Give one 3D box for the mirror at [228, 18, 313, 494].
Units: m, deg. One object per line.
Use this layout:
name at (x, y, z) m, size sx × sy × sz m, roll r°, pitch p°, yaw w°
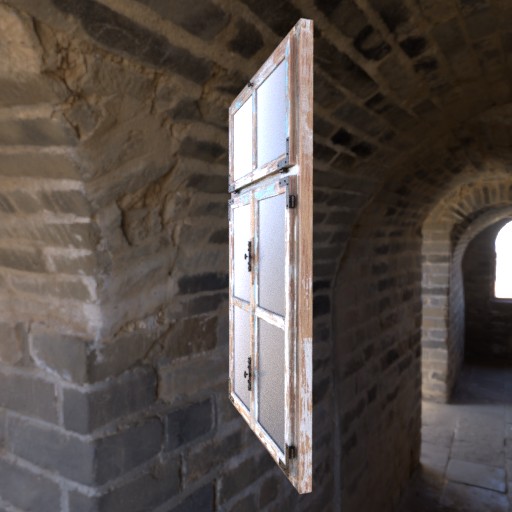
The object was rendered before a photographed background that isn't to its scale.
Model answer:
mirror at (0.000, 0.000, 1.465) m, size 0.083 × 1.213 × 0.707 m, roll 0°, pitch 1°, yaw -17°
